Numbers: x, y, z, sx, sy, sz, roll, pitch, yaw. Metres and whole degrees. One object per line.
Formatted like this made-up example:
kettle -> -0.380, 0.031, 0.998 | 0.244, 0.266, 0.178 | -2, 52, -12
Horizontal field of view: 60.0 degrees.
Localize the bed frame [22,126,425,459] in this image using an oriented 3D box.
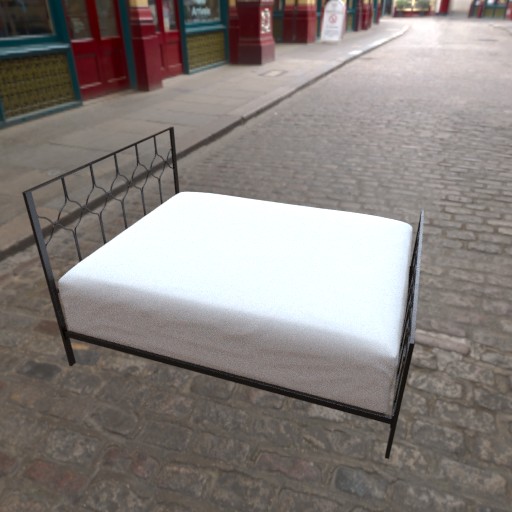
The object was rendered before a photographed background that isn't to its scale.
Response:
bed frame -> 0.000, 0.000, 2.997 | 2.063, 1.222, 1.597 | 10, 31, 17
